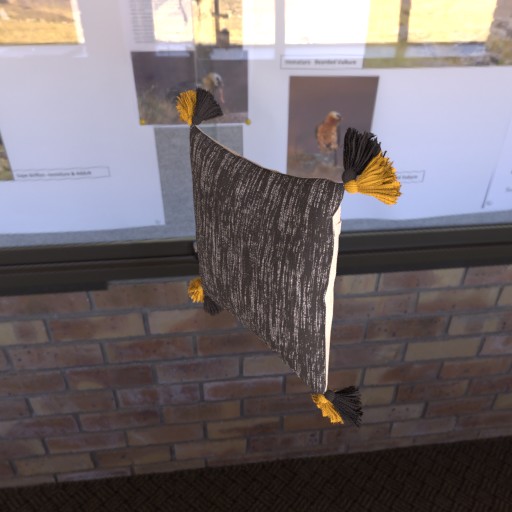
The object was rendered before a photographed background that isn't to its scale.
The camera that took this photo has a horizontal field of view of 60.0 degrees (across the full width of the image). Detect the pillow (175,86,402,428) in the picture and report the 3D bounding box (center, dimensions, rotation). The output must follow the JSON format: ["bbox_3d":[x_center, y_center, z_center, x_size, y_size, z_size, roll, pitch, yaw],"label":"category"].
[{"bbox_3d":[0.000,0.000,0.989,0.139,0.659,0.654,-23,38,-32],"label":"pillow"}]
